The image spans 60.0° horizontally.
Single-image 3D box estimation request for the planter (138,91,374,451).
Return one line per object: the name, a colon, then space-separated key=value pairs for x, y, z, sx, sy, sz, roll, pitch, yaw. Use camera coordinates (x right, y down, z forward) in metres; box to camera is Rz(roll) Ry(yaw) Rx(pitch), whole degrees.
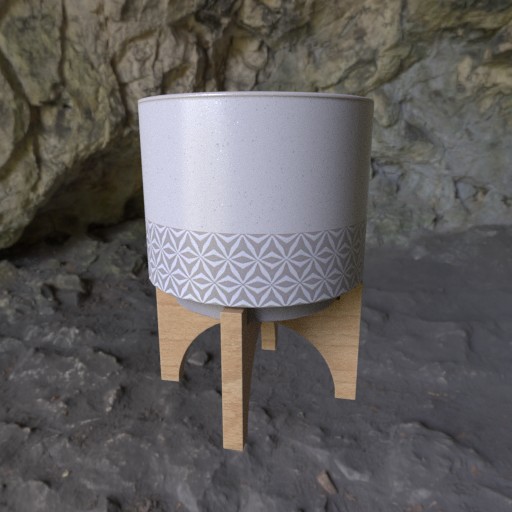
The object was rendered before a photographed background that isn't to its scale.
planter: x=0.000 y=0.000 z=0.397 sx=0.188 sy=0.260 sz=0.188 roll=0 pitch=15 yaw=0
